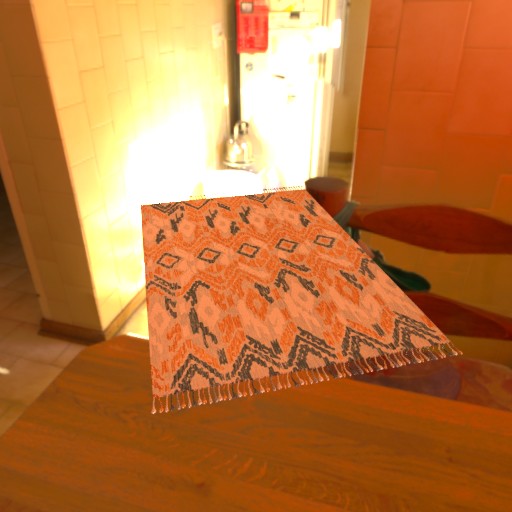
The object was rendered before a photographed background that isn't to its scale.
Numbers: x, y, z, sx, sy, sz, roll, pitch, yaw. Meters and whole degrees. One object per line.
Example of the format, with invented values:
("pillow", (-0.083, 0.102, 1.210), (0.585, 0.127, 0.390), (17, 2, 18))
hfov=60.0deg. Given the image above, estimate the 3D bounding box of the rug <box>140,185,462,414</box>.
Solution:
("rug", (0.000, 0.000, 3.070), (1.533, 0.010, 2.428), (-7, 30, -12))
